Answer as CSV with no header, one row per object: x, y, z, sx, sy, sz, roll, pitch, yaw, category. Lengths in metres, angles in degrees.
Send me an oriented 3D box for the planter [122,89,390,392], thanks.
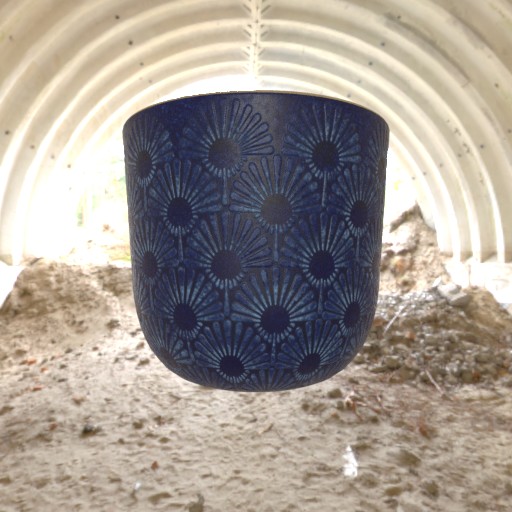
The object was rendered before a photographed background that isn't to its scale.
0.000,0.000,0.356,0.206,0.190,0.206,0,-1,0,planter
